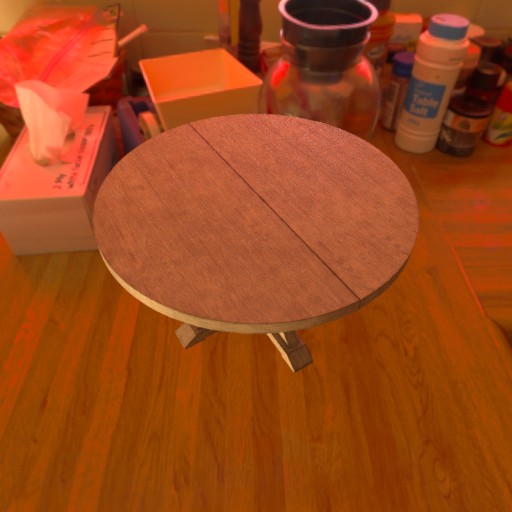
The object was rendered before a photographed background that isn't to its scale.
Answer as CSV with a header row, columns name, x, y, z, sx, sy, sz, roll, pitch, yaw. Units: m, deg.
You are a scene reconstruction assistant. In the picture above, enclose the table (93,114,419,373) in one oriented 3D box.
name,x,y,z,sx,sy,sz,roll,pitch,yaw
table,0.000,0.000,2.183,1.363,0.781,1.363,0,46,0
